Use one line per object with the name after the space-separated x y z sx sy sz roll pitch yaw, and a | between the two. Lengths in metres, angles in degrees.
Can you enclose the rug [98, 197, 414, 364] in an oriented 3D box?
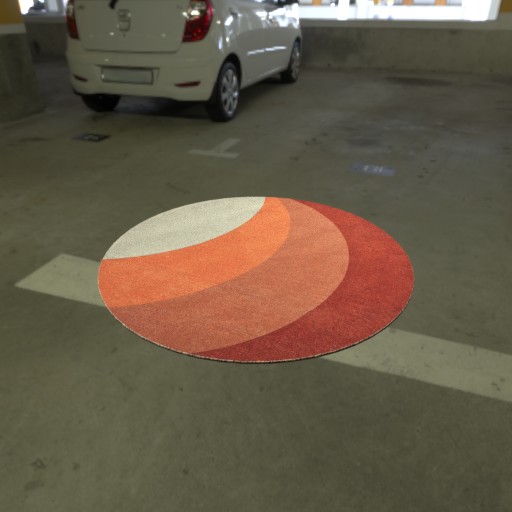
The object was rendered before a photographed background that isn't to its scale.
0.000 0.000 2.219 1.514 0.015 1.514 0 30 0 | rug
